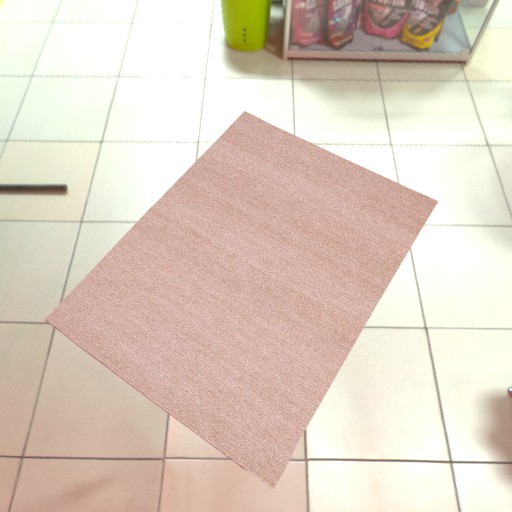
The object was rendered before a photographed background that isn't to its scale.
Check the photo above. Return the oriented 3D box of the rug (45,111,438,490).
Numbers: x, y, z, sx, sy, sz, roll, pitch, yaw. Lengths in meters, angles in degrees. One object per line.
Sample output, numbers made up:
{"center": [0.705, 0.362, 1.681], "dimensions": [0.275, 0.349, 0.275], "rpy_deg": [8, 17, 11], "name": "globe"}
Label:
{"center": [0.000, 0.000, 4.278], "dimensions": [2.434, 0.045, 3.202], "rpy_deg": [30, 65, 16], "name": "rug"}
